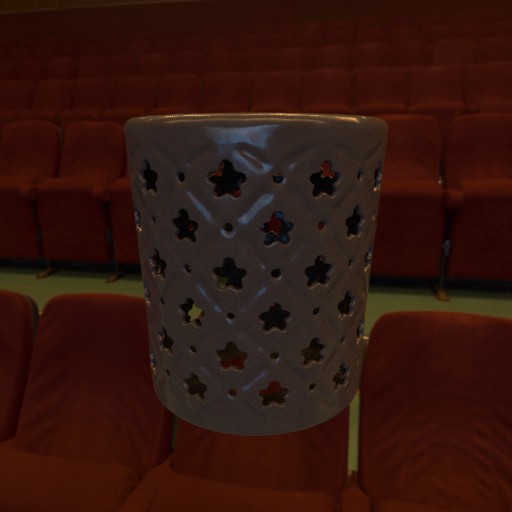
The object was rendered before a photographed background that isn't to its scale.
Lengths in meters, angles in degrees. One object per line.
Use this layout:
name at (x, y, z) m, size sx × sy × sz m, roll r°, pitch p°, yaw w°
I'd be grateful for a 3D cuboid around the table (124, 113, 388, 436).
table at (0.000, 0.000, 0.654) m, size 0.352 × 0.387 × 0.352 m, roll 0°, pitch 14°, yaw 0°
